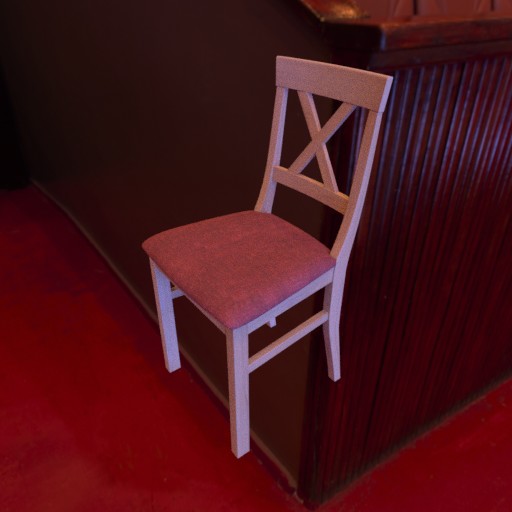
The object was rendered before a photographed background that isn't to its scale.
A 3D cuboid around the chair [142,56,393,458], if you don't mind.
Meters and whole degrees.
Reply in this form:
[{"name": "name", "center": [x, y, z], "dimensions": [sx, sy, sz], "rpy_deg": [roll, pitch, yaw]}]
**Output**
[{"name": "chair", "center": [0.000, 0.000, 1.190], "dimensions": [0.492, 0.912, 0.439], "rpy_deg": [-22, 38, -31]}]
